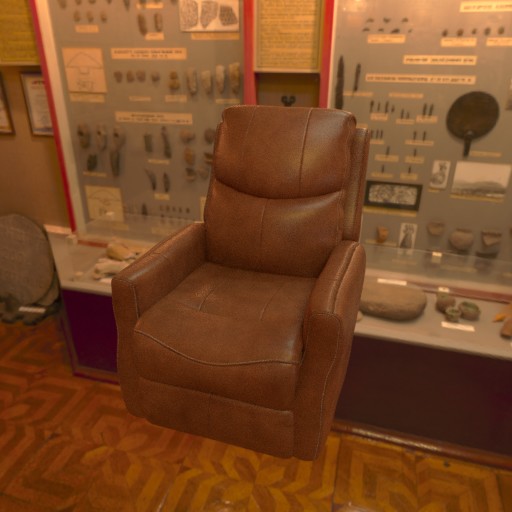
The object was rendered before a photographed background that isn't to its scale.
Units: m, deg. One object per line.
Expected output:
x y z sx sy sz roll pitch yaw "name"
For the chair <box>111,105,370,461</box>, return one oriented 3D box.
0.000 0.000 1.723 0.821 1.016 1.072 8 27 16 "chair"
